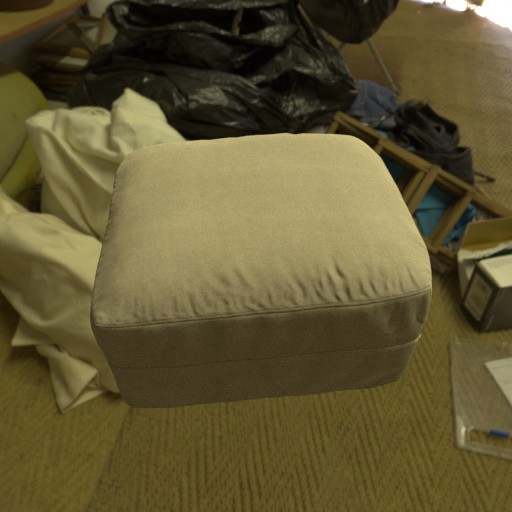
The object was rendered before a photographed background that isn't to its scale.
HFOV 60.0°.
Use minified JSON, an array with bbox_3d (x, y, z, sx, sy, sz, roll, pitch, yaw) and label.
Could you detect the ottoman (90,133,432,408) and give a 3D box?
[{"bbox_3d":[0.000,0.000,1.106,0.712,0.480,0.584,-4,46,-4],"label":"ottoman"}]
